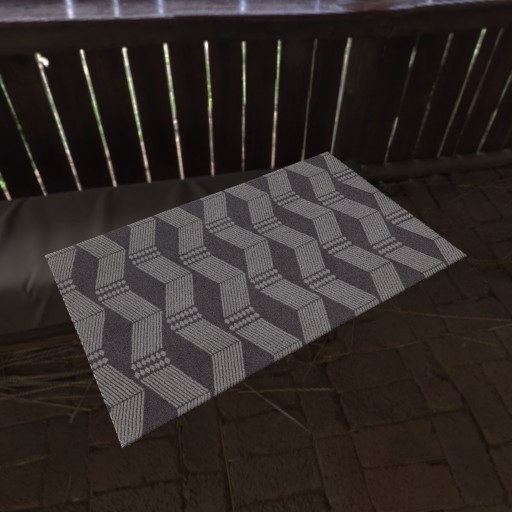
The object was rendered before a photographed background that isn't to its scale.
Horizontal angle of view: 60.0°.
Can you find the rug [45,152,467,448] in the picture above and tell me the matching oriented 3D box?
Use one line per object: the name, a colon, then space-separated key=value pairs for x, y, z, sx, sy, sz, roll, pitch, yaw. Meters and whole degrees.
rug: x=0.000 y=0.000 z=3.011 sx=2.435 sy=0.011 sz=1.517 roll=-24 pitch=50 yaw=-22
